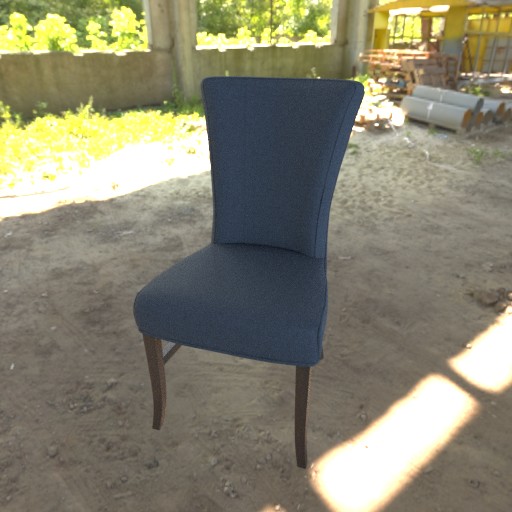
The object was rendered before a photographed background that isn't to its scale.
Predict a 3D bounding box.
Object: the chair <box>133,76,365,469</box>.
[{"bbox_3d":[0.000,0.000,1.370,0.520,0.991,0.660,8,27,15],"label":"chair"}]
